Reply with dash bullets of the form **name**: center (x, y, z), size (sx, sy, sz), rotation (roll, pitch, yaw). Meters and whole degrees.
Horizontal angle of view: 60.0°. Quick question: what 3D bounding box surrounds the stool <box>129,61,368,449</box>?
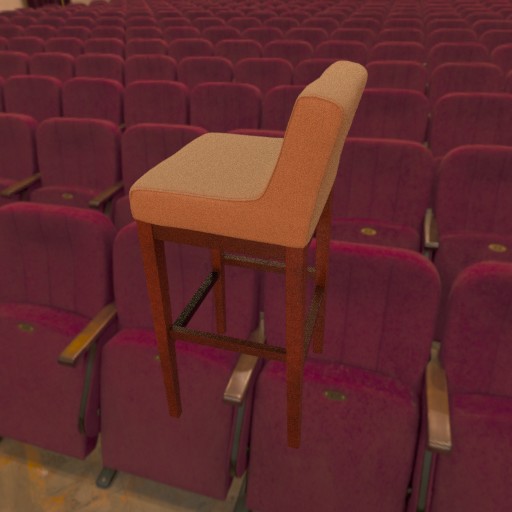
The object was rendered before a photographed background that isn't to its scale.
- **stool**: center (0.000, 0.000, 1.318), size (0.500, 1.037, 0.511), rotation (9, 32, 14)
